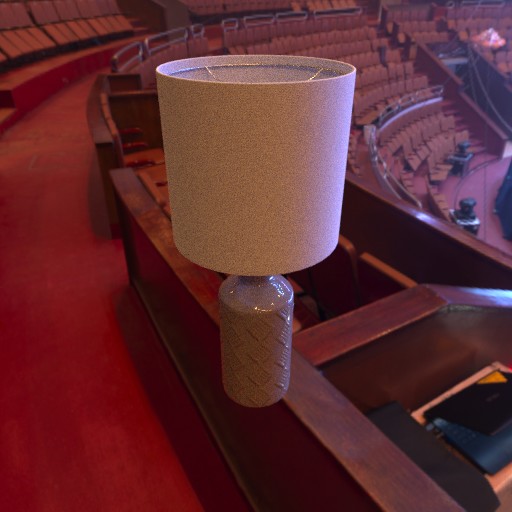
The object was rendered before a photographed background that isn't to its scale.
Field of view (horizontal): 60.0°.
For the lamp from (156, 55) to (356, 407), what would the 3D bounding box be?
[{"bbox_3d":[0.000,0.000,0.581,0.207,0.461,0.207,-21,37,-32],"label":"lamp"}]
